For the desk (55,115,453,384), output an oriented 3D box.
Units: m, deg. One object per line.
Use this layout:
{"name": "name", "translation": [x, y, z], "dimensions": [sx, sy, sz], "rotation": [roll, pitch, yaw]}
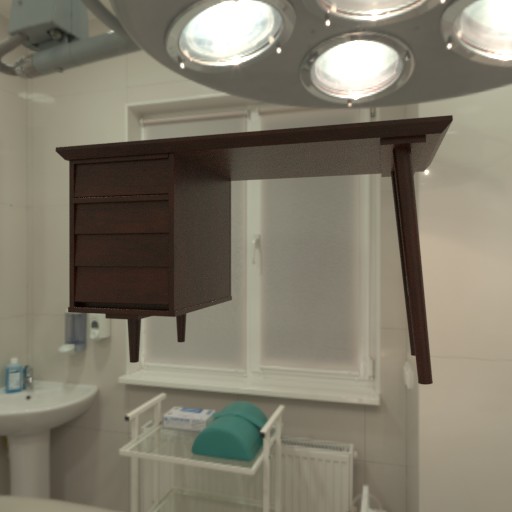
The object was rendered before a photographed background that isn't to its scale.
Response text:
{"name": "desk", "translation": [0.000, 0.000, 1.661], "dimensions": [1.277, 0.758, 0.612], "rotation": [0, 0, 16]}
